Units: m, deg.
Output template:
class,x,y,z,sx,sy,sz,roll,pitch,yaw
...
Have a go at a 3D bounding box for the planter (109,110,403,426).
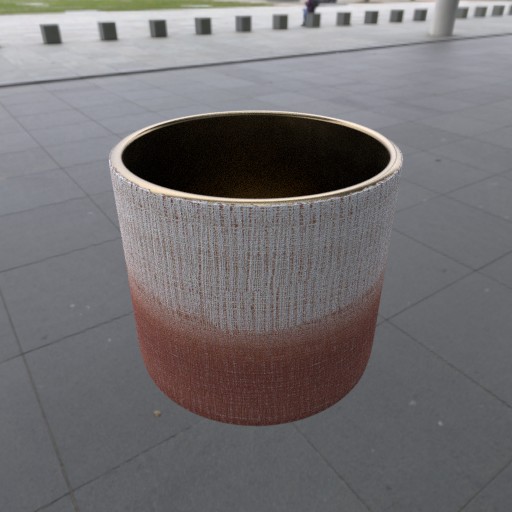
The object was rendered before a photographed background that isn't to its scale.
class,x,y,z,sx,sy,sz,roll,pitch,yaw
planter,0.000,0.000,0.390,0.221,0.201,0.221,0,32,0
